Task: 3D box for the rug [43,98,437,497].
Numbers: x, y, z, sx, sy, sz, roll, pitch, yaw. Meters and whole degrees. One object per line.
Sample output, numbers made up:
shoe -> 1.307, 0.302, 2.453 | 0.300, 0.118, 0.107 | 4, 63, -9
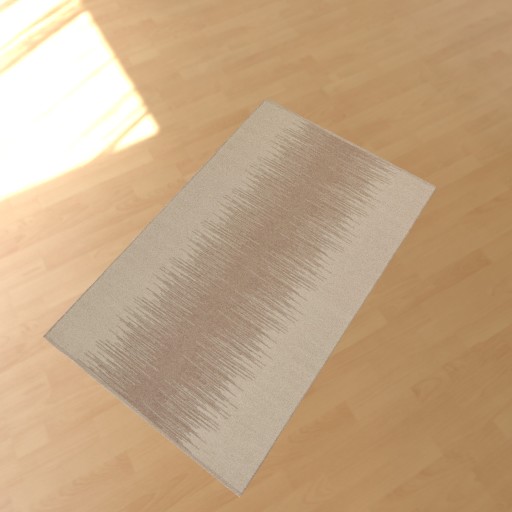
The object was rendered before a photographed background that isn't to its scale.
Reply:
rug -> 0.000, 0.000, 2.991 | 1.522, 0.012, 2.440 | 32, 68, 15
